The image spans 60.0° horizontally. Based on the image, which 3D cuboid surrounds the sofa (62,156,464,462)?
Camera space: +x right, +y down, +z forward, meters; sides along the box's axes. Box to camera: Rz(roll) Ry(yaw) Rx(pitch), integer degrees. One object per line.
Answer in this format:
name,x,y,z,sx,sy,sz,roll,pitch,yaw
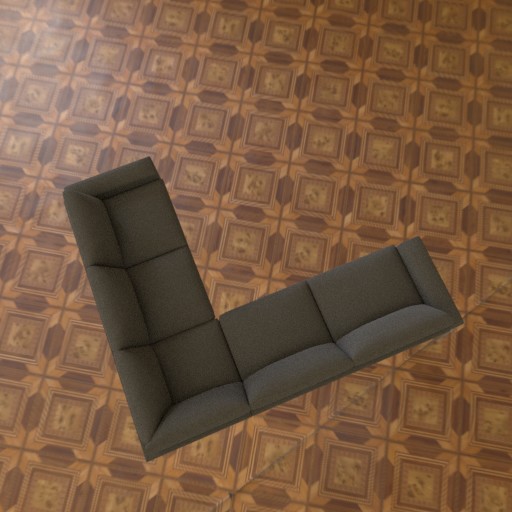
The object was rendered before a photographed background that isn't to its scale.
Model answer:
sofa,0.000,0.000,4.671,3.277,0.965,2.895,-22,76,-5
